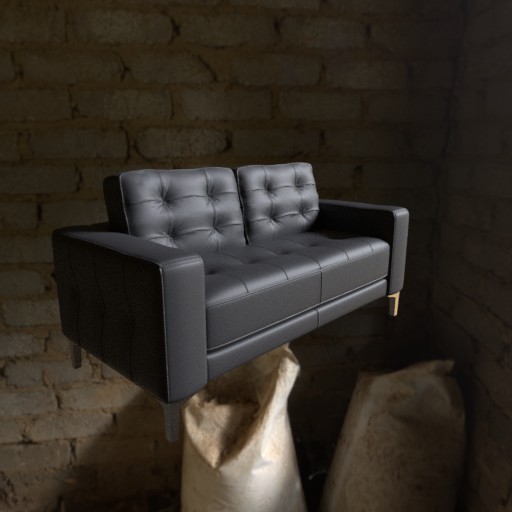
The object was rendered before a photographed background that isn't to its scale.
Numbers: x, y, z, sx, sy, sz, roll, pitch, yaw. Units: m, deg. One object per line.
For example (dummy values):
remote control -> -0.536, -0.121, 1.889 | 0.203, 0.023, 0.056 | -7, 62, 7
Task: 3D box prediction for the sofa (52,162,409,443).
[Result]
sofa -> 0.000, 0.000, 2.248 | 0.833, 0.893, 1.726 | 13, 19, 42
